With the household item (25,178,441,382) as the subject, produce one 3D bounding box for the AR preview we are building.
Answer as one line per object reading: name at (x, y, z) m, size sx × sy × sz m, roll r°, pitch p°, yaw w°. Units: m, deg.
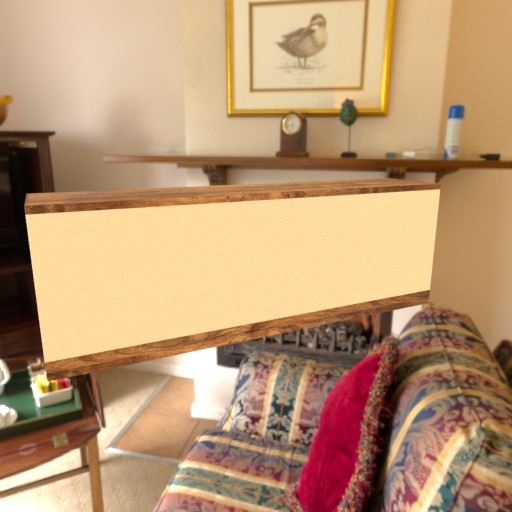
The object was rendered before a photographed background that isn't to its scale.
household item at (0.000, 0.000, 2.015) m, size 1.800 × 0.615 × 0.390 m, roll -7°, pitch 16°, yaw -25°
